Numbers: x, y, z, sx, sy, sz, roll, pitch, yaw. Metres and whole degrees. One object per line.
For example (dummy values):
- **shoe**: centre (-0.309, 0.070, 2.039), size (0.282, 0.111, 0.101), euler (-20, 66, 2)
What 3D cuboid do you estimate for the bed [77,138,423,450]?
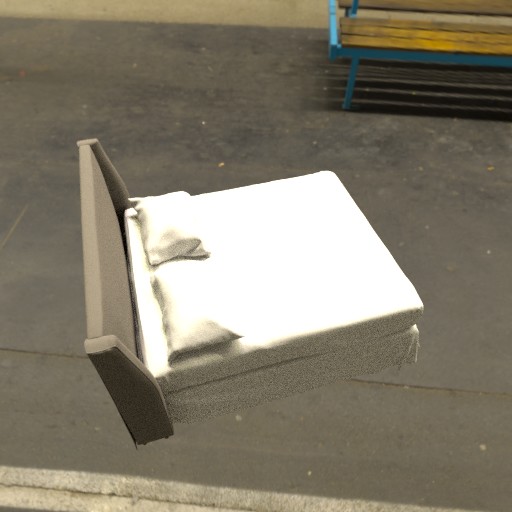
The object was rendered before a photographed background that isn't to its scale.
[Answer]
- **bed**: centre (0.000, 0.000, 3.410), size (2.276, 1.332, 1.925), euler (-12, 49, -11)
